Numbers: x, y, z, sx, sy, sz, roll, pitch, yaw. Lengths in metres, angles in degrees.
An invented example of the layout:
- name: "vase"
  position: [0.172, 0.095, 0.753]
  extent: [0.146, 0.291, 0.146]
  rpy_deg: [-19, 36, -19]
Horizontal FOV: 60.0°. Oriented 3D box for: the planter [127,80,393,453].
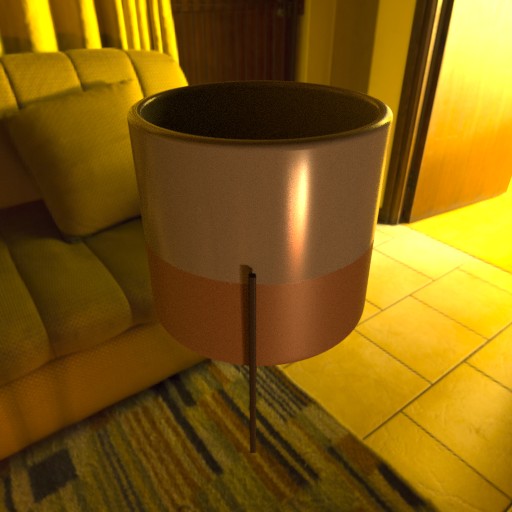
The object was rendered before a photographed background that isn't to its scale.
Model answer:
- name: "planter"
  position: [0.000, 0.000, 0.717]
  extent: [0.360, 0.480, 0.348]
  rpy_deg: [19, 36, 27]
